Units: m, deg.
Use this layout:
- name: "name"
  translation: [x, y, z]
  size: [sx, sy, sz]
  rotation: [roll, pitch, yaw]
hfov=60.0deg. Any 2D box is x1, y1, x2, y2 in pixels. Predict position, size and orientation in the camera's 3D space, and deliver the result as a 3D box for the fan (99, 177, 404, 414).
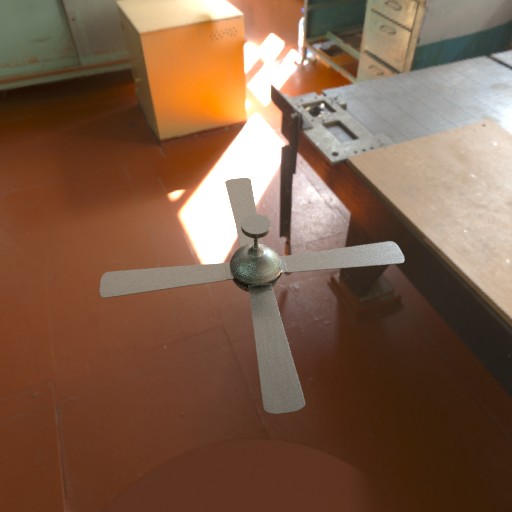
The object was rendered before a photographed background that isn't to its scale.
- name: "fan"
  translation: [0.000, 0.000, 1.959]
  size: [1.321, 0.381, 1.321]
  rotation: [9, 47, 8]
